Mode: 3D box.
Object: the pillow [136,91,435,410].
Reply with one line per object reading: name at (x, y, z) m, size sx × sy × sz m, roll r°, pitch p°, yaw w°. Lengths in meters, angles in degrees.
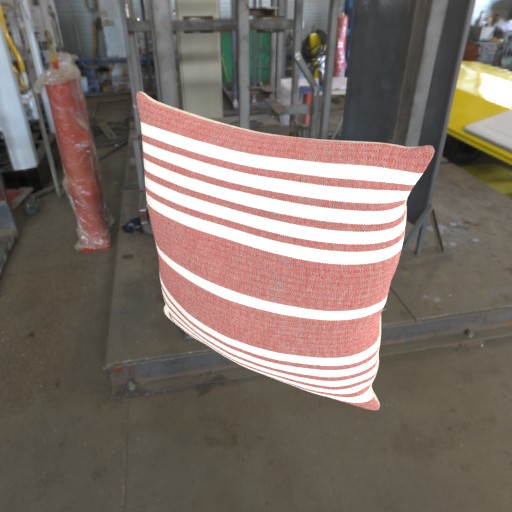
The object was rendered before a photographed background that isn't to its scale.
pillow at (0.000, 0.000, 0.665) m, size 0.439 × 0.427 × 0.182 m, roll 19°, pitch 37°, yaw 27°
